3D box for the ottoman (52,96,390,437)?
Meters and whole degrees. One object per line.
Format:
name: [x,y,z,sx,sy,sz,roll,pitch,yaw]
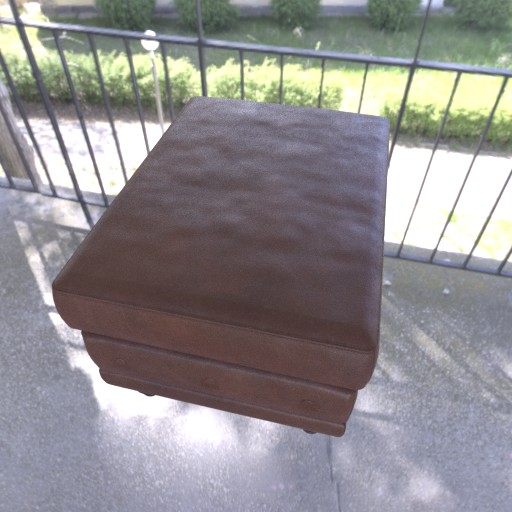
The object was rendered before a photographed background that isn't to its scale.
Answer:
ottoman: [0.000,0.000,1.162,0.588,0.509,0.795,10,46,9]
